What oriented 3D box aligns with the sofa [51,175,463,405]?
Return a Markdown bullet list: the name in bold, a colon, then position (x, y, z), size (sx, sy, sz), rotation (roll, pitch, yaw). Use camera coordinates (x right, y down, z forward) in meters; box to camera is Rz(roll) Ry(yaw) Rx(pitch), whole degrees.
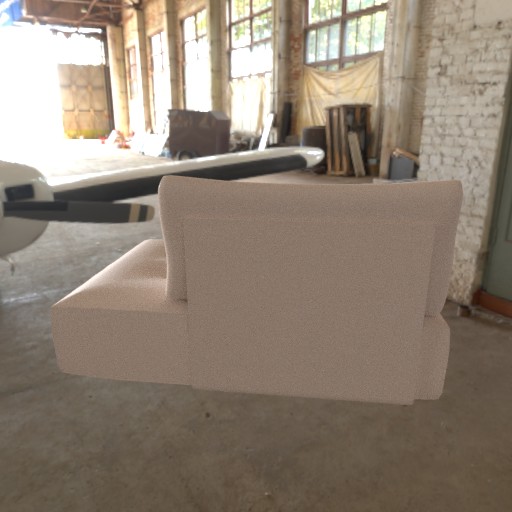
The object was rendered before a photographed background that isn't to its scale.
- **sofa**: position (0.000, 0.000, 2.005), size (1.450, 0.820, 1.000), rotation (2, 17, 7)
